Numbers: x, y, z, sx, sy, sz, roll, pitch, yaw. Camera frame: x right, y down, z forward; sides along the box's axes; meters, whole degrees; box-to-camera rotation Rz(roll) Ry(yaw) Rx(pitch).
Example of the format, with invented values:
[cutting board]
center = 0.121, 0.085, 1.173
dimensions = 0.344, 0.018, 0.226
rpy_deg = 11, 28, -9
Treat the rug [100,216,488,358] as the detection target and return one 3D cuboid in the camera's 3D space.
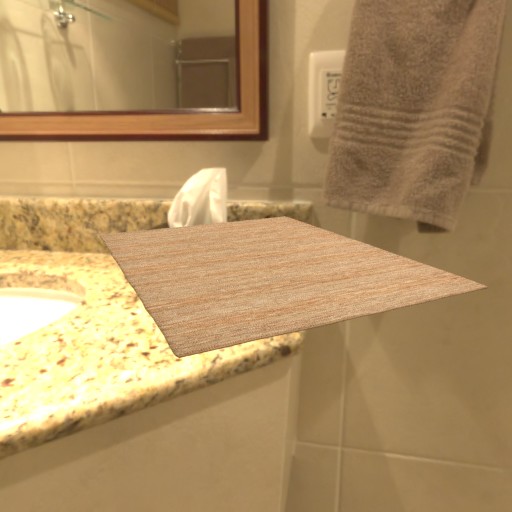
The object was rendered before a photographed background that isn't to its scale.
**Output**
[rug]
center = 0.000, 0.000, 3.943
dimensions = 2.313, 0.009, 2.939
rpy_deg = -8, 18, -25
